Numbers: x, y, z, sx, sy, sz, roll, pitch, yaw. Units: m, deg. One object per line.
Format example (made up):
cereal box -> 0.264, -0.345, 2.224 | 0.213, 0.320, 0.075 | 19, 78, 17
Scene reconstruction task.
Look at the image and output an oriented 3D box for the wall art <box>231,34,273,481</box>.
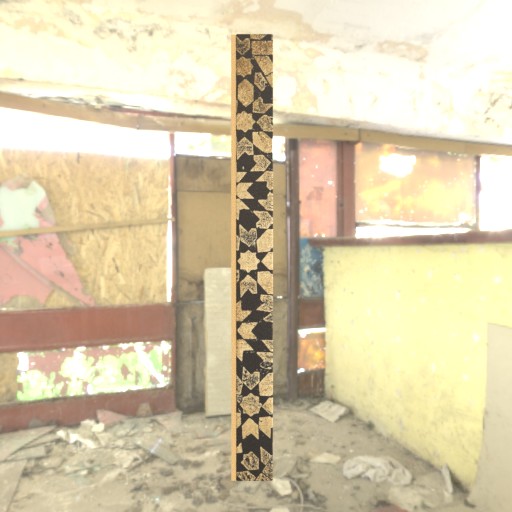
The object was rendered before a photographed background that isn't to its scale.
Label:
wall art -> 0.000, 0.000, 0.603 | 0.038, 0.405, 0.405 | 0, 1, 1
